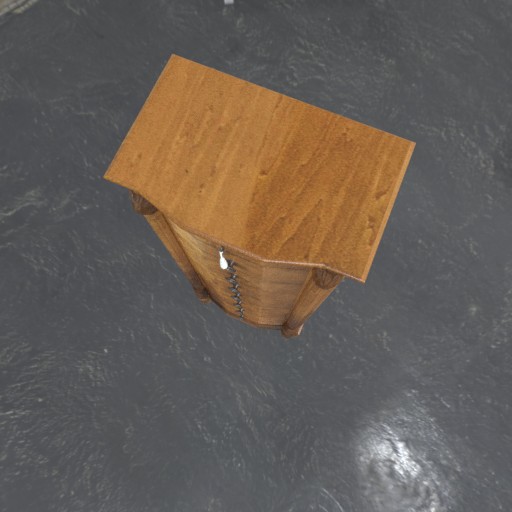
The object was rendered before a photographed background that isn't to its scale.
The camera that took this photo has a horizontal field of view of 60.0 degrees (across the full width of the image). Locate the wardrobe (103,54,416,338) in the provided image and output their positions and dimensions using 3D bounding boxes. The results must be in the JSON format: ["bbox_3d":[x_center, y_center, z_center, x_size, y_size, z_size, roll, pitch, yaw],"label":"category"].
[{"bbox_3d":[0.000,0.000,1.110,0.406,0.959,0.273,22,76,6],"label":"wardrobe"}]
